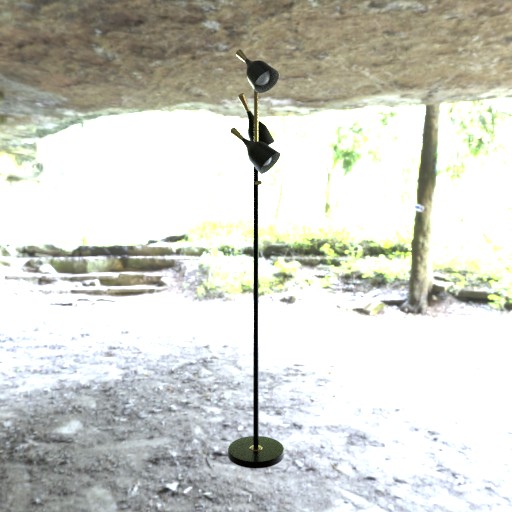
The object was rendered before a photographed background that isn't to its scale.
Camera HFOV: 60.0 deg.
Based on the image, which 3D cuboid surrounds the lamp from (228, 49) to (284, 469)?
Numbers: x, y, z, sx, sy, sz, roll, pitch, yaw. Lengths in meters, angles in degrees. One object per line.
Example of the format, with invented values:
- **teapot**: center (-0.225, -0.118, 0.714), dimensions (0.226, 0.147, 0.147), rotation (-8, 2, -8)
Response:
- **lamp**: center (0.000, 0.000, 1.952), dimensions (0.253, 1.778, 0.434), rotation (0, 2, 0)
